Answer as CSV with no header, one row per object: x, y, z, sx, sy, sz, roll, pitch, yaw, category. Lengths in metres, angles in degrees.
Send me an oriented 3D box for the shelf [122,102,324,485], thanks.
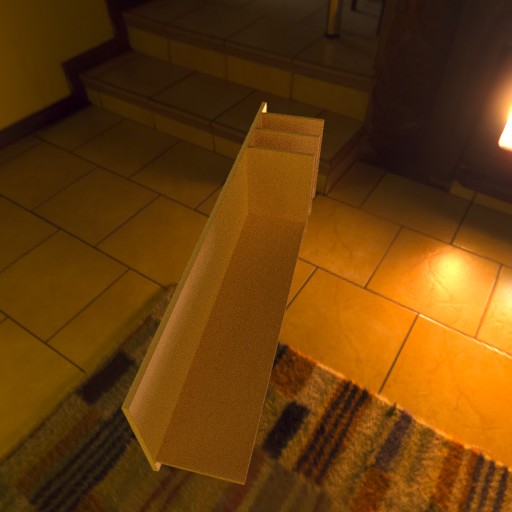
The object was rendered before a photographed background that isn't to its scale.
0.000,0.000,1.140,0.200,0.300,1.020,10,48,9,shelf
